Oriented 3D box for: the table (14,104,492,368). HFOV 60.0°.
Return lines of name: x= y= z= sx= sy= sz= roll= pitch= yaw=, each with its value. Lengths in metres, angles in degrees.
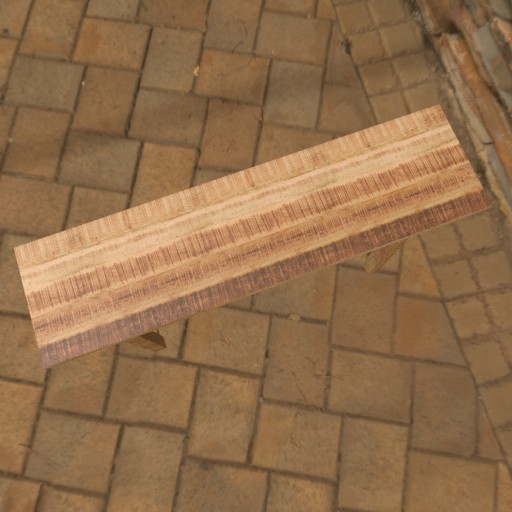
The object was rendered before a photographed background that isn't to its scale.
table: x=0.000 y=0.000 z=1.848 sx=1.524 sy=0.810 sz=0.405 roll=-20 pitch=77 yaw=-5
